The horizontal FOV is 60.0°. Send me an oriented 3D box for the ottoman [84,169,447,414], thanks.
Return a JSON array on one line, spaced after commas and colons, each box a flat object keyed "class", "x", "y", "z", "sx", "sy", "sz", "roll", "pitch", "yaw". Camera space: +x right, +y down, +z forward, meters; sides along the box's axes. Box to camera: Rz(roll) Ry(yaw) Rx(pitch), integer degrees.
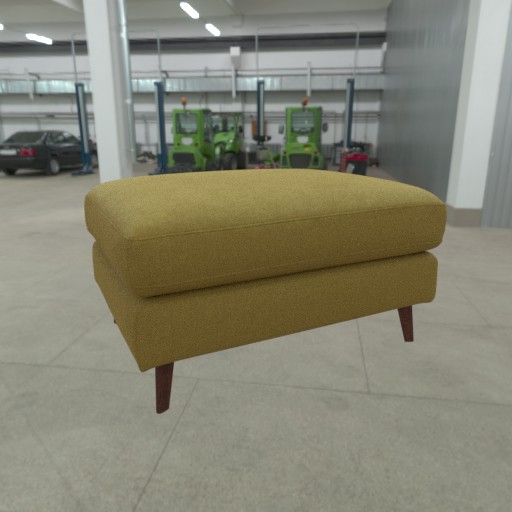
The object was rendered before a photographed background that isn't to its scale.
[{"class": "ottoman", "x": 0.000, "y": 0.000, "z": 1.205, "sx": 0.811, "sy": 0.449, "sz": 0.608, "roll": -8, "pitch": 18, "yaw": -26}]
